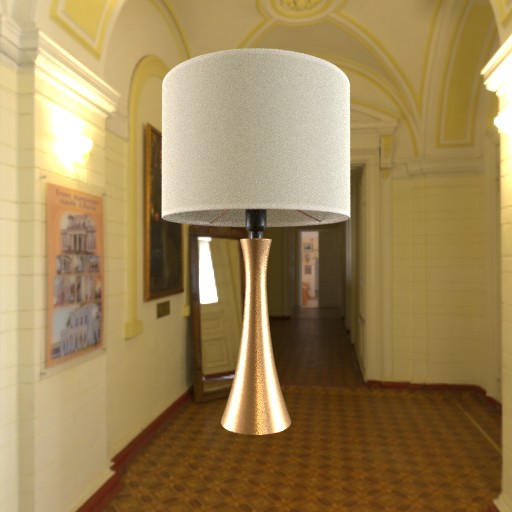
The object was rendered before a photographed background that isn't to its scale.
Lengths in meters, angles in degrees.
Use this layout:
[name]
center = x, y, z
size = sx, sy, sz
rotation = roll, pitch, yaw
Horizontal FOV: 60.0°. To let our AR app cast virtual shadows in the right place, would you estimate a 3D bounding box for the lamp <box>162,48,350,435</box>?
[lamp]
center = 0.000, 0.000, 0.644
size = 0.268, 0.479, 0.268
rotation = 1, -1, -36
